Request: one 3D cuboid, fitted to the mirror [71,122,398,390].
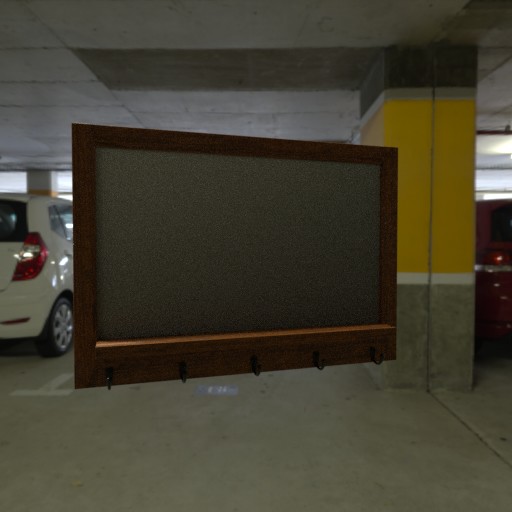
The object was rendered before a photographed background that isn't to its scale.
[{"bbox_3d":[0.000,0.000,0.985,0.758,0.537,0.084,0,2,-17],"label":"mirror"}]
